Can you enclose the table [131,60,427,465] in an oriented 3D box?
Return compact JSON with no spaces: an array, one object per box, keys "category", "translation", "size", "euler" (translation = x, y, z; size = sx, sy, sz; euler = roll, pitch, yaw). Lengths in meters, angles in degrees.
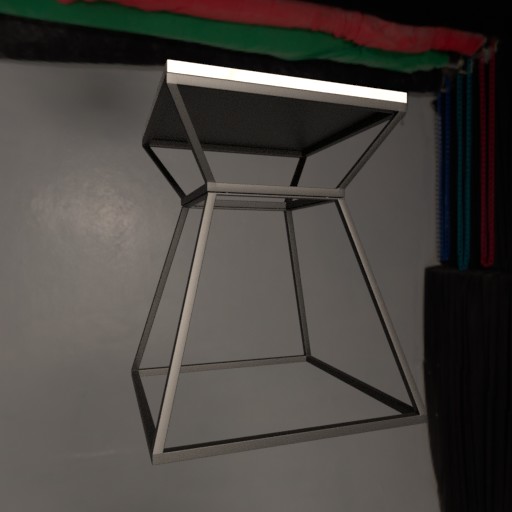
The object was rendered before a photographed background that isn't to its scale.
[{"category":"table","translation":[0.000,0.000,0.883],"size":[0.455,0.559,0.455],"euler":[0,1,-19]}]
